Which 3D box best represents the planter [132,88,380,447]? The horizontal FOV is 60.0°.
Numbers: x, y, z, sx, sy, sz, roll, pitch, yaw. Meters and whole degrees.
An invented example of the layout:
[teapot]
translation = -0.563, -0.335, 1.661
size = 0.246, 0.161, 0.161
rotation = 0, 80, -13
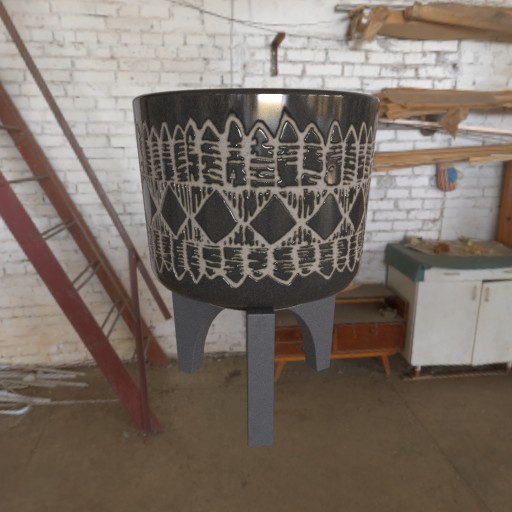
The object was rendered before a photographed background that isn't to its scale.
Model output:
[planter]
translation = 0.000, 0.000, 0.396
size = 0.196, 0.264, 0.196
rotation = 8, 17, 27
